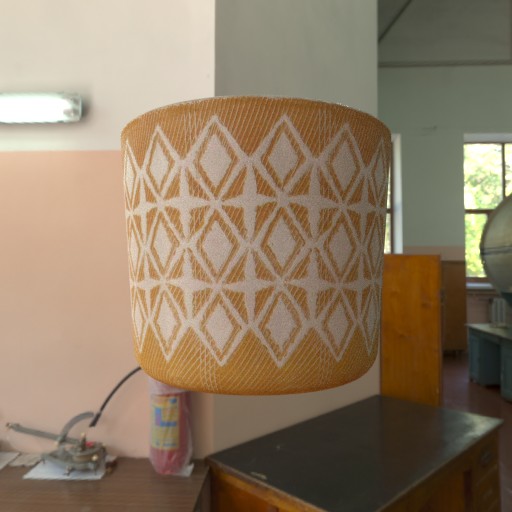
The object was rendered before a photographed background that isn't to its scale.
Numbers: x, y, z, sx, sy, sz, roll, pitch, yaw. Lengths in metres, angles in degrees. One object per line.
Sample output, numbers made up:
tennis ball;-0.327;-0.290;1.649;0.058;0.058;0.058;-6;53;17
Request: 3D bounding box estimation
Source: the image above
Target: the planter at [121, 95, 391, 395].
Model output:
planter;0.000;0.000;0.327;0.193;0.165;0.193;0;-2;0
